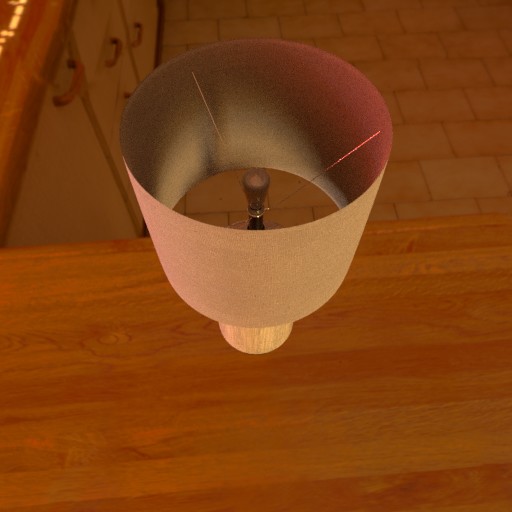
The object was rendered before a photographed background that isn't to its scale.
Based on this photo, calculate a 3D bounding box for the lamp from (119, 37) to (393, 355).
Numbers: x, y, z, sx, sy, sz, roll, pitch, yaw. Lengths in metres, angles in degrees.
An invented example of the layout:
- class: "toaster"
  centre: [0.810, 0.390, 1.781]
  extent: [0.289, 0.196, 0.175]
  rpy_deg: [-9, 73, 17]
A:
- class: "lamp"
  centre: [0.000, 0.000, 0.560]
  extent: [0.228, 0.444, 0.228]
  rpy_deg: [-31, 64, -17]
